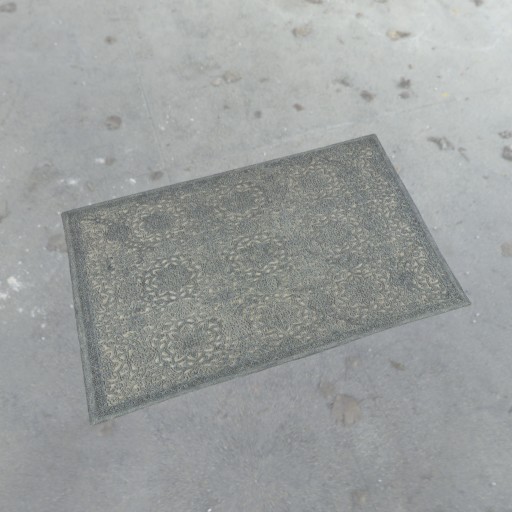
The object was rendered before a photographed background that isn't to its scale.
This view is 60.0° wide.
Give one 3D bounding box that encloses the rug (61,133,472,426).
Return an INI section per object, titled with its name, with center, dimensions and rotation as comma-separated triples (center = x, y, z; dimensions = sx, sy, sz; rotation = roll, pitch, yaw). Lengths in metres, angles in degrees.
[rug]
center = 0.000, 0.000, 3.066
dimensions = 2.498, 0.022, 1.535
rotation = -16, 64, -8
